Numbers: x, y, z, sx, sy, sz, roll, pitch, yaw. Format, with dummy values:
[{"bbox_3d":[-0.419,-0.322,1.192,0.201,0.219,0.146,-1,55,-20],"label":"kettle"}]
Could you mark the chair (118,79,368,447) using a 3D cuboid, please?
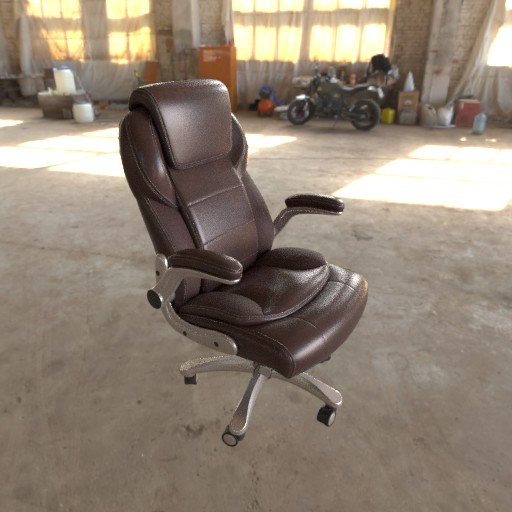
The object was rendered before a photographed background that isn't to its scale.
[{"bbox_3d":[0.000,0.000,1.609,0.774,1.160,0.733,17,31,31],"label":"chair"}]
